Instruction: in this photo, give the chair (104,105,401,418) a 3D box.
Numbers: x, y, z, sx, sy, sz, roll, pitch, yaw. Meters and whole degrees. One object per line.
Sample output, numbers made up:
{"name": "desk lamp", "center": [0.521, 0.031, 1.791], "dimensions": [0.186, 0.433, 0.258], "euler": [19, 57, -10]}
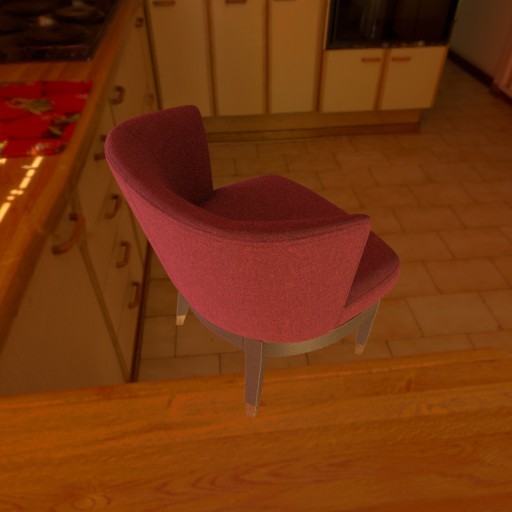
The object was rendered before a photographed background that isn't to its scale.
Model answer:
{"name": "chair", "center": [0.000, 0.000, 1.290], "dimensions": [0.660, 0.760, 0.700], "euler": [-26, 47, -27]}
